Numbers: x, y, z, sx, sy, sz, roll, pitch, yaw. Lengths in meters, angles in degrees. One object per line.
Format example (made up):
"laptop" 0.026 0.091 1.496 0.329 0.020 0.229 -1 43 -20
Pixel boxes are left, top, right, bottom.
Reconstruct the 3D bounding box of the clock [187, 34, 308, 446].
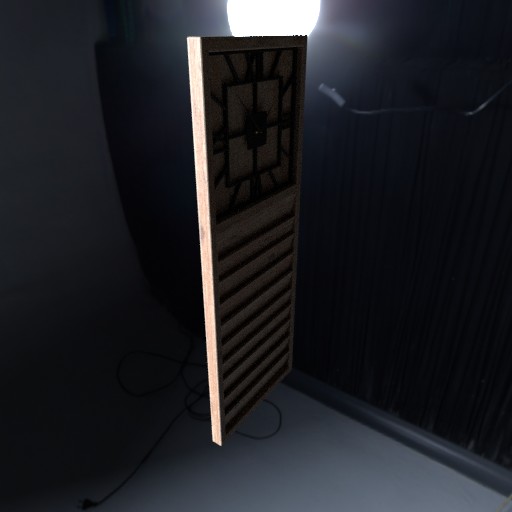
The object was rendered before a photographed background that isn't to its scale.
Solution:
"clock" 0.000 0.000 1.084 0.030 0.965 0.361 18 32 31
